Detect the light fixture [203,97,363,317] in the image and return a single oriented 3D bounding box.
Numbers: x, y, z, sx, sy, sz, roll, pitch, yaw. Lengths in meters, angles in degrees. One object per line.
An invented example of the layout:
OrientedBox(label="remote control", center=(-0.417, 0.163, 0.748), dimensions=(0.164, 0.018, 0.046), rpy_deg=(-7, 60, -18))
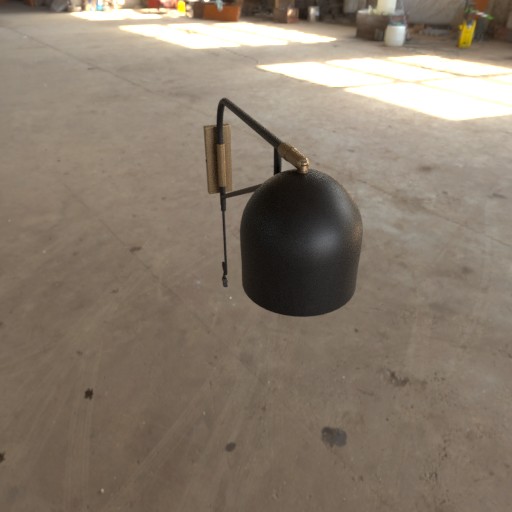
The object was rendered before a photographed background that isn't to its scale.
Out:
OrientedBox(label="light fixture", center=(0.000, 0.000, 1.099), dimensions=(0.215, 0.696, 0.720), rpy_deg=(-11, 36, -15))
